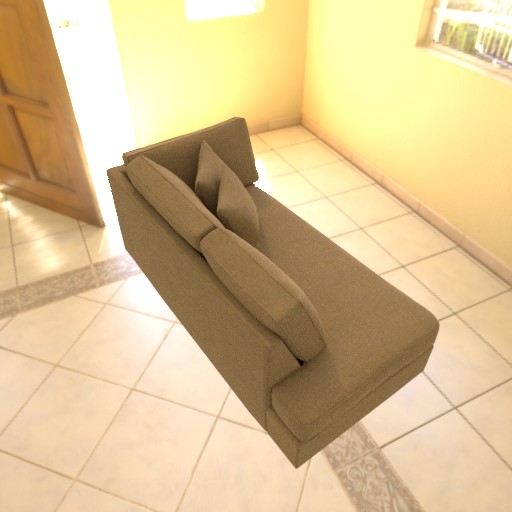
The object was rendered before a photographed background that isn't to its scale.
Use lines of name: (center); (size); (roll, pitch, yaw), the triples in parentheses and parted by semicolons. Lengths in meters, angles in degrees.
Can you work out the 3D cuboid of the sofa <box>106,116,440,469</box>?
sofa: (0.000, 0.000, 2.934); (1.110, 1.019, 2.238); (-25, 47, -26)
